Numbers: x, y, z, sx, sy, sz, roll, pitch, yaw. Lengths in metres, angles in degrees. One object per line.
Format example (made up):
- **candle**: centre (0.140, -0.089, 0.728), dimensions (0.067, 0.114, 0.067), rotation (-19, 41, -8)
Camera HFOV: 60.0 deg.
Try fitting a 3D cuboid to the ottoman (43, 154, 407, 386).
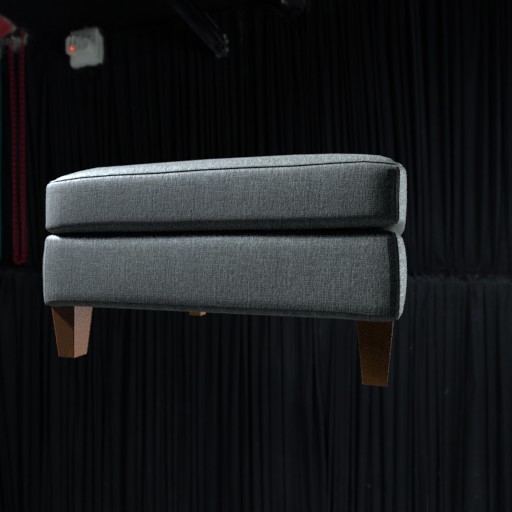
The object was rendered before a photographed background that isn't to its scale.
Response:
- **ottoman**: centre (0.000, 0.000, 1.319), dimensions (0.838, 0.481, 0.838), rotation (0, 1, 18)
